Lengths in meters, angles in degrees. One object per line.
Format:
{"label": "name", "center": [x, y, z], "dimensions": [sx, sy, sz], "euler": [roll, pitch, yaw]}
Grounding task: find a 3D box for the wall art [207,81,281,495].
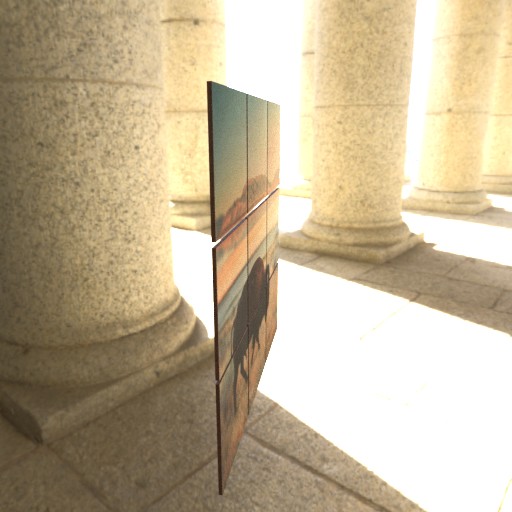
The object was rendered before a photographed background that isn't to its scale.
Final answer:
{"label": "wall art", "center": [0.000, 0.000, 1.799], "dimensions": [0.019, 1.218, 1.221], "euler": [3, 17, 10]}
